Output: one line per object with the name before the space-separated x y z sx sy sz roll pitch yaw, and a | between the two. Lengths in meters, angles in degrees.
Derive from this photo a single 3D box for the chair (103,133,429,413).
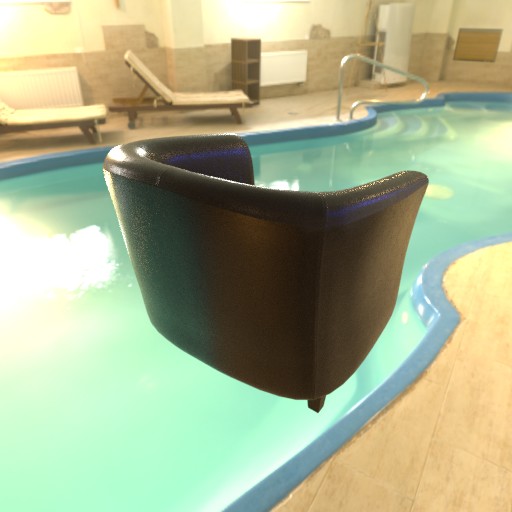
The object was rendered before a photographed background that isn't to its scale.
chair | 0.000 0.000 1.395 0.793 0.756 0.727 21 36 31
